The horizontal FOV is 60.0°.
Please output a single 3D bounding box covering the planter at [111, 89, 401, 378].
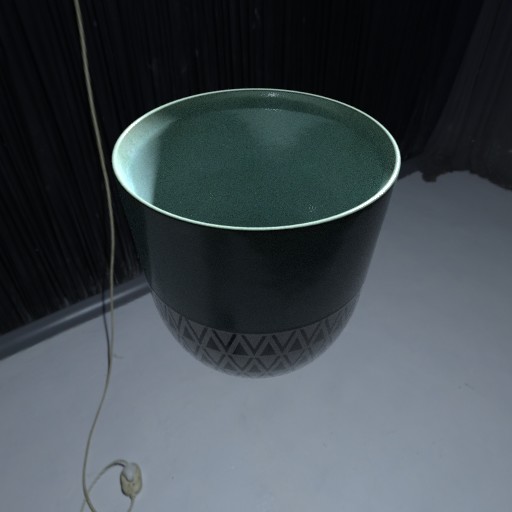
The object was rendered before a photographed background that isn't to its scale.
[{"bbox_3d":[0.000,0.000,0.383,0.198,0.214,0.198,0,42,0],"label":"planter"}]
